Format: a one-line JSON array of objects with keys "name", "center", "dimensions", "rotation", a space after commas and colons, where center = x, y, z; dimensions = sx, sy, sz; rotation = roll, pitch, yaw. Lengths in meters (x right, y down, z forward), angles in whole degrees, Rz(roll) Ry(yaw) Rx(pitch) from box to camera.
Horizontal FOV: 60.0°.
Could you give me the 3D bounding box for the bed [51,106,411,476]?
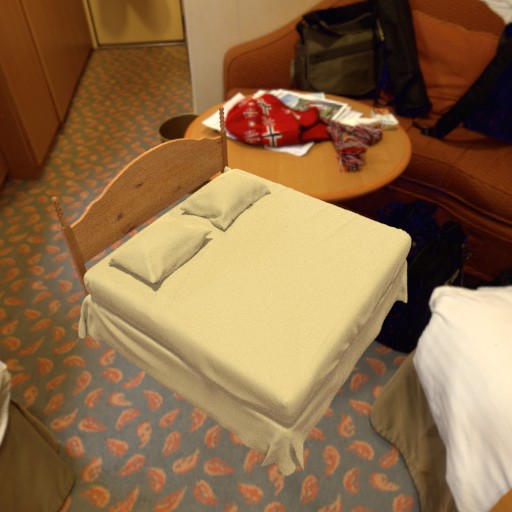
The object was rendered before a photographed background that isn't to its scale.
[{"name": "bed", "center": [0.000, 0.000, 3.656], "dimensions": [2.219, 1.355, 2.322], "rotation": [26, 48, 26]}]
